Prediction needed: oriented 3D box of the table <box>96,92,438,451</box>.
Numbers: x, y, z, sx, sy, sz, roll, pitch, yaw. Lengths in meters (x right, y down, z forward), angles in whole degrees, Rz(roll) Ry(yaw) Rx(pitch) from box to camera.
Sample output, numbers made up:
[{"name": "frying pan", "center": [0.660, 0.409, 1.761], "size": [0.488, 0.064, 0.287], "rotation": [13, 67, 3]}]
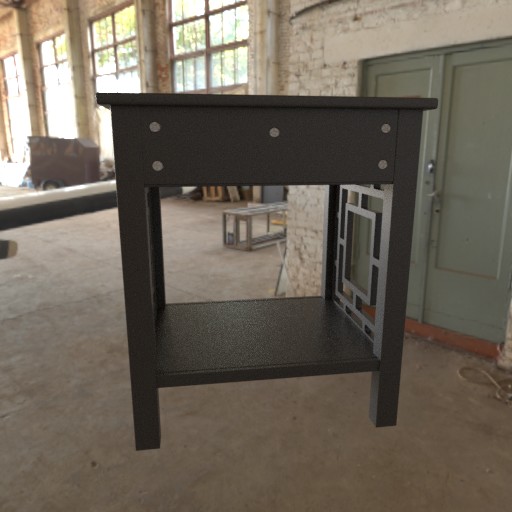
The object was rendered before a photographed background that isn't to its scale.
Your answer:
[{"name": "table", "center": [0.000, 0.000, 1.010], "size": [0.564, 0.646, 0.451], "rotation": [-2, 14, -8]}]
